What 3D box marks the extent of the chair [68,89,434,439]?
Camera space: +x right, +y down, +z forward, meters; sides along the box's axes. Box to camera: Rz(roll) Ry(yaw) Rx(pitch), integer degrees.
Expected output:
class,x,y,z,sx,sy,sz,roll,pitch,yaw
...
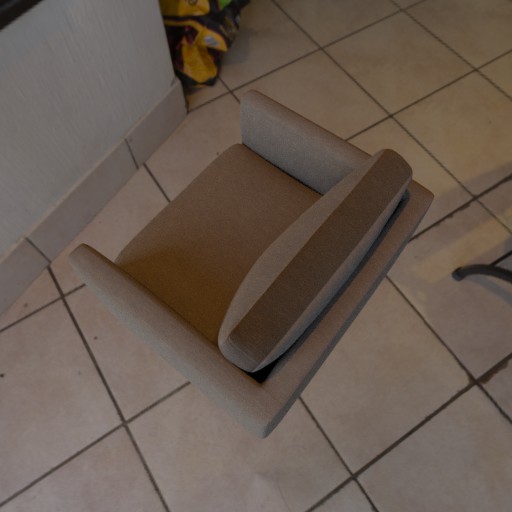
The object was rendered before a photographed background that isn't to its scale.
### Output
class,x,y,z,sx,sy,sz,roll,pitch,yaw
chair,0.000,0.000,1.889,0.959,0.963,1.107,35,69,16
